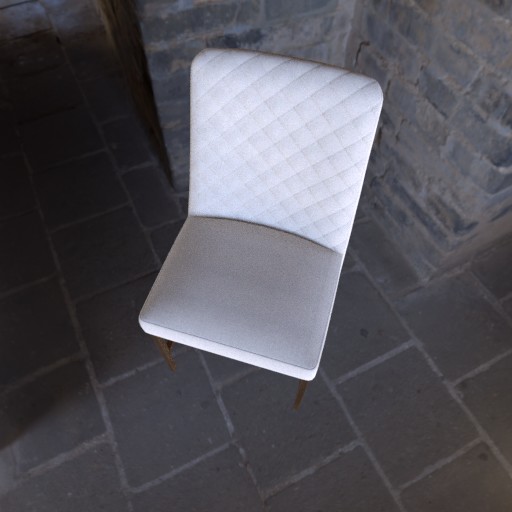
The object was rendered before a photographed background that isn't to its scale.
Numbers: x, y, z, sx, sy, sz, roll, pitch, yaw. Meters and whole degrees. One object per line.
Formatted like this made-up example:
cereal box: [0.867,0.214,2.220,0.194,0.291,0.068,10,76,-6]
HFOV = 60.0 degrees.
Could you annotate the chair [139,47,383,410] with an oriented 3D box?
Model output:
chair: [0.000,0.000,1.305,0.503,0.933,0.597,15,60,9]
